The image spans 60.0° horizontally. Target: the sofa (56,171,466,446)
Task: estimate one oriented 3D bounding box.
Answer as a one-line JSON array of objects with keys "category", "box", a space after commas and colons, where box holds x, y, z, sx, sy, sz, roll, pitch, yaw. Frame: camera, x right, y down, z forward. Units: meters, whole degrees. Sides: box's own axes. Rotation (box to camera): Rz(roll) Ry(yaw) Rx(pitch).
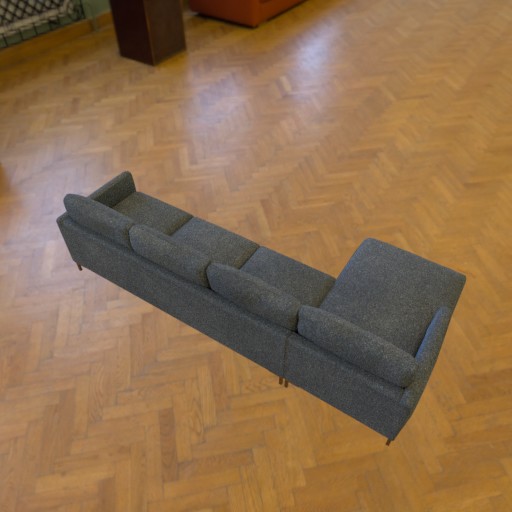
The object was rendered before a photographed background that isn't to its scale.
[{"category": "sofa", "box": [0.000, 0.000, 3.464, 2.932, 0.810, 1.350, 24, 51, 22]}]
